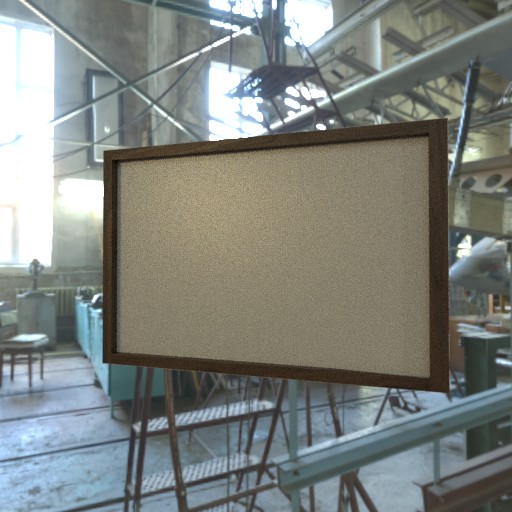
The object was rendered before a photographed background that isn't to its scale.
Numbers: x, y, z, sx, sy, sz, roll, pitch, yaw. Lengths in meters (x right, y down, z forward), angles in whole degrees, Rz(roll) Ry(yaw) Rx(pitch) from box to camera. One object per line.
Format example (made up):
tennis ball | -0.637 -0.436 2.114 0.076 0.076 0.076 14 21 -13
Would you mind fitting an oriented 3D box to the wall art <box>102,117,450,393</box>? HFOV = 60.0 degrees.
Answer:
wall art | 0.000 0.000 1.426 1.138 0.761 0.051 0 -1 19
